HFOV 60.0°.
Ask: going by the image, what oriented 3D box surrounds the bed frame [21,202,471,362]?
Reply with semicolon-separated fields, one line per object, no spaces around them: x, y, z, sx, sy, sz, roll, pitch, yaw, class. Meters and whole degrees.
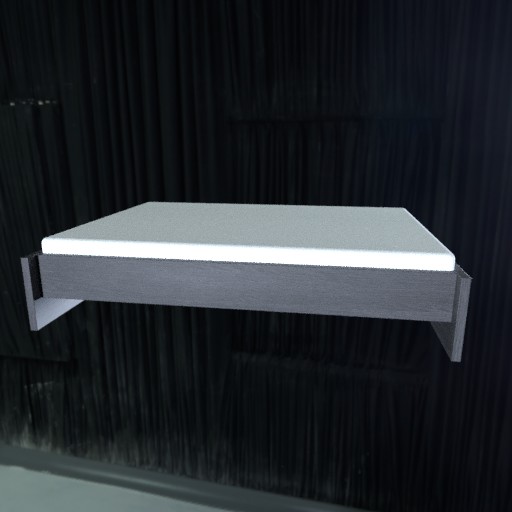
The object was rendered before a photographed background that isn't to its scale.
0.000;0.000;2.633;1.950;0.432;1.490;2;15;9;bed frame
